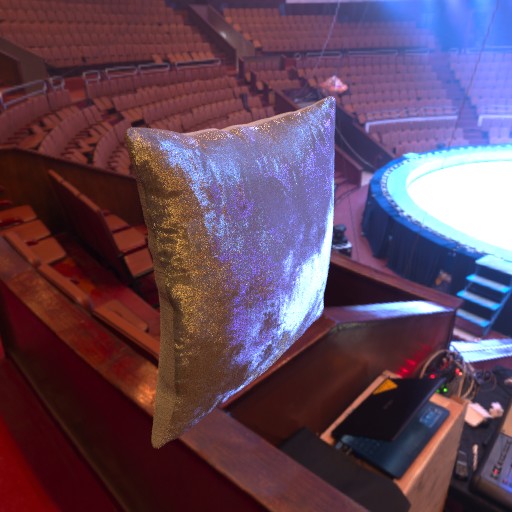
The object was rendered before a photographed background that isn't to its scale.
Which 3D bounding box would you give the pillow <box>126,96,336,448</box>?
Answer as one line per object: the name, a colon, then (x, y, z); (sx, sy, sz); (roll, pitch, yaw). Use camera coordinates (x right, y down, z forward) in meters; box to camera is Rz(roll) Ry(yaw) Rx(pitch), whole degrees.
pillow: (0.000, 0.000, 0.718); (0.175, 0.464, 0.470); (17, 30, 32)
